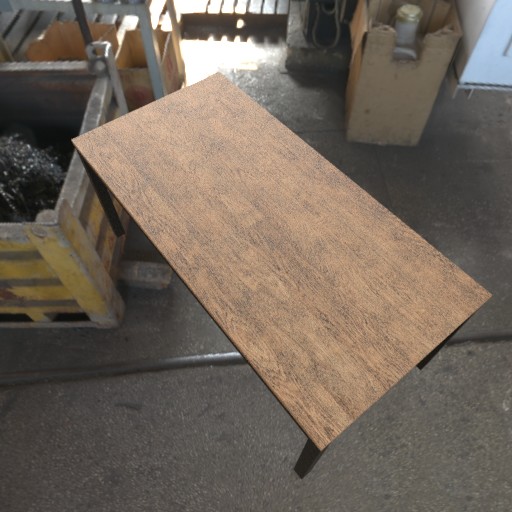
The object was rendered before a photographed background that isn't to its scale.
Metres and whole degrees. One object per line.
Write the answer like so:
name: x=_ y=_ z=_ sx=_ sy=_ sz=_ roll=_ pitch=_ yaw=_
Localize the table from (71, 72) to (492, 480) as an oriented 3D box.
table: x=0.000 y=0.000 z=2.263 sx=0.893 sy=0.767 sz=1.805 roll=-33 pitch=63 yaw=-20
